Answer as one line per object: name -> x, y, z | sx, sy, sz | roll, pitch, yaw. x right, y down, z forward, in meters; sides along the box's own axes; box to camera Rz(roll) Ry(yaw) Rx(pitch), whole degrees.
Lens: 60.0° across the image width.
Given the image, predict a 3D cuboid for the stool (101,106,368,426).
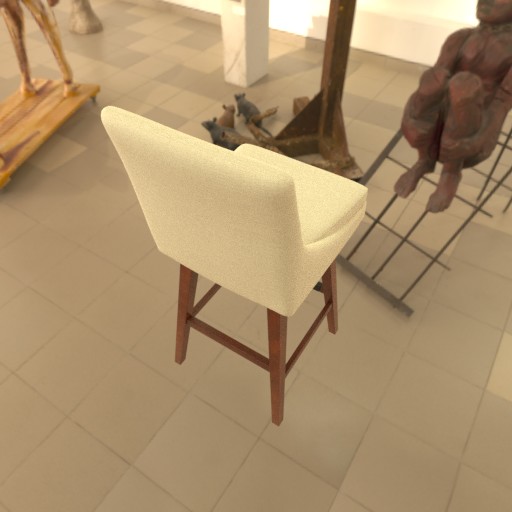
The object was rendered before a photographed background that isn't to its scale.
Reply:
stool -> 0.000, 0.000, 1.360 | 0.470, 1.097, 0.559 | 25, 52, 22
